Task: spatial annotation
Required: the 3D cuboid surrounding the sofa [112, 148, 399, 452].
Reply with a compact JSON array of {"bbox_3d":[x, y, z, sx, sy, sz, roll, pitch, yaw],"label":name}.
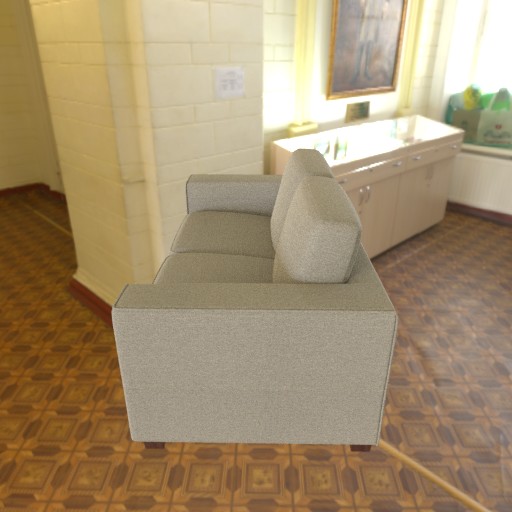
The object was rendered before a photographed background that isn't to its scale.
[{"bbox_3d":[0.000,0.000,2.412,1.007,0.924,1.812,0,25,1],"label":"sofa"}]
